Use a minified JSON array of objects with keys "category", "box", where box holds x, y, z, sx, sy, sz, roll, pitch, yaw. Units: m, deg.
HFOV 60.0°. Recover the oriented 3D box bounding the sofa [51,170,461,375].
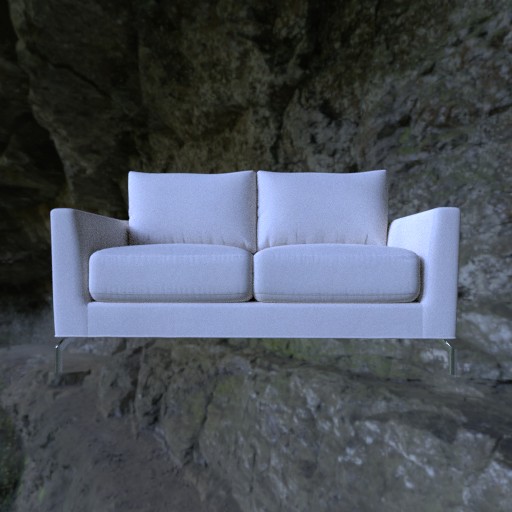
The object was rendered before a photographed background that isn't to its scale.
[{"category":"sofa","box":[0.000,0.000,2.298,1.739,0.995,0.906,0,0,2]}]
